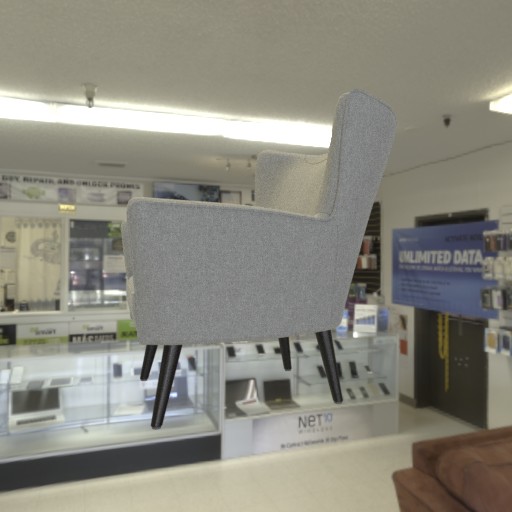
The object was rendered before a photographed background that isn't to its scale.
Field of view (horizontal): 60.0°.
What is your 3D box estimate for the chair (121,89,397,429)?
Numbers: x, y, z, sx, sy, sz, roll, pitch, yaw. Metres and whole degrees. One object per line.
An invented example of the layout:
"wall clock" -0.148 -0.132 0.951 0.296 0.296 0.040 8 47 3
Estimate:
"chair" 0.000 0.000 1.546 0.888 0.933 0.781 0 0 -18
